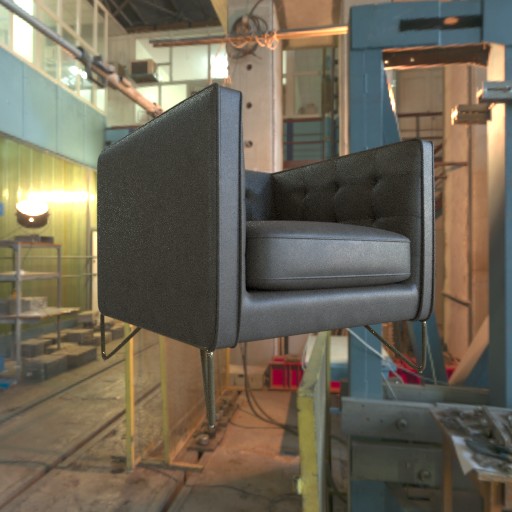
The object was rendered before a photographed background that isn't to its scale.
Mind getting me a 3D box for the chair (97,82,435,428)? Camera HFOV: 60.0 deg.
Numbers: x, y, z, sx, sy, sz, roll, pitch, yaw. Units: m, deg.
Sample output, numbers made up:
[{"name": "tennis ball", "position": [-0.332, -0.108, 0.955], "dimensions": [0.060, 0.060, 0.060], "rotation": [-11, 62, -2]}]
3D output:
[{"name": "chair", "position": [0.000, 0.000, 1.573], "dimensions": [0.880, 0.790, 0.894], "rotation": [0, 0, -36]}]
